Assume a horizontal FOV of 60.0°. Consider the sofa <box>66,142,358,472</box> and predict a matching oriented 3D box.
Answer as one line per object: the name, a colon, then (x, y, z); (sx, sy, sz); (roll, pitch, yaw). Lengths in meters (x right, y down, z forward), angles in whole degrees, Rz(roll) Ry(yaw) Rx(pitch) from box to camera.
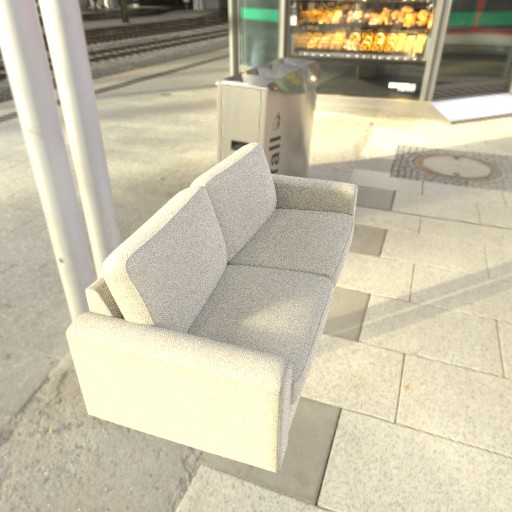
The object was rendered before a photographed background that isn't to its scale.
sofa: (0.000, 0.000, 2.721); (1.016, 0.873, 2.179); (10, 32, 16)
